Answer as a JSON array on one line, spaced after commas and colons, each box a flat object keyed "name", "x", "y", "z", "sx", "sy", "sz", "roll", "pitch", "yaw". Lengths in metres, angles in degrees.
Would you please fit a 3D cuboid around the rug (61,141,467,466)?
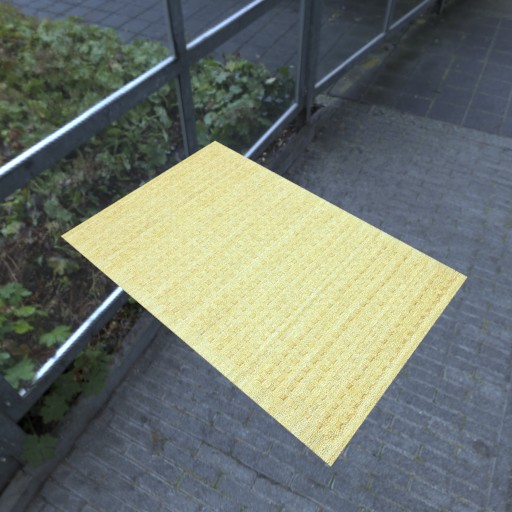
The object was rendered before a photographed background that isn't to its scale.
[{"name": "rug", "x": 0.000, "y": 0.000, "z": 2.977, "sx": 2.286, "sy": 0.006, "sz": 1.524, "roll": 33, "pitch": 57, "yaw": 26}]
